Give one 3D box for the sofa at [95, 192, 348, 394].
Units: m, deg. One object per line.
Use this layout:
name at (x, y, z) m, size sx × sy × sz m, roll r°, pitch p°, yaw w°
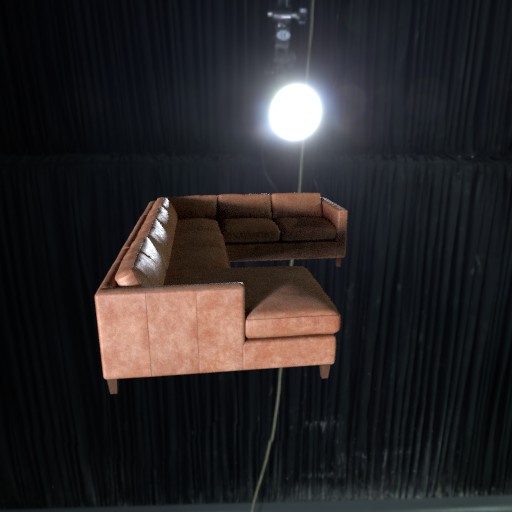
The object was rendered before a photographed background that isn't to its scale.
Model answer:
sofa at (0.000, 0.000, 4.533) m, size 2.430 × 0.832 × 3.401 m, roll -2°, pitch 17°, yaw -7°
